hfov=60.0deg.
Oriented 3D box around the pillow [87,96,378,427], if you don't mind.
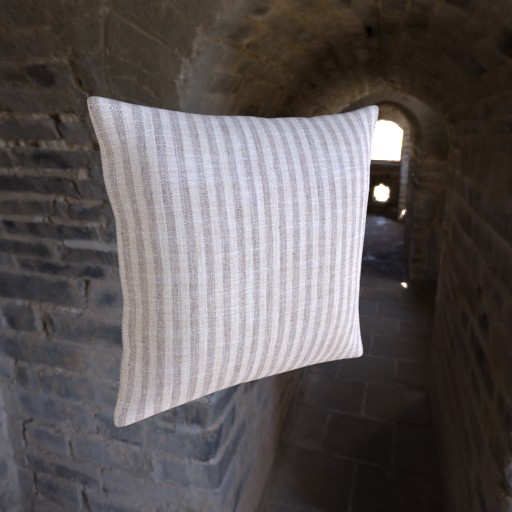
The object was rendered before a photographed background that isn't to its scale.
[{"bbox_3d":[0.000,0.000,0.771,0.523,0.510,0.166,-9,18,-28],"label":"pillow"}]
